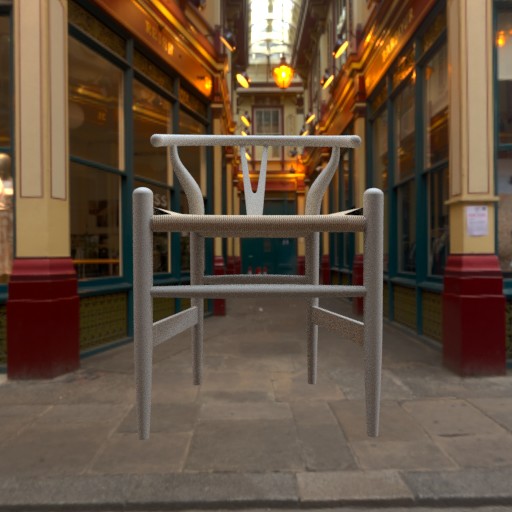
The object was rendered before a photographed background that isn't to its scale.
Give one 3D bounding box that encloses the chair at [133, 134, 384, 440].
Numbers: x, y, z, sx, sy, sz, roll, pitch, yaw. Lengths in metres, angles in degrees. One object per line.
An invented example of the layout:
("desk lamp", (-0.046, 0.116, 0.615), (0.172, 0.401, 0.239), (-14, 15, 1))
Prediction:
("chair", (0.000, 0.000, 1.135), (0.533, 0.736, 0.500), (0, 1, -1))
